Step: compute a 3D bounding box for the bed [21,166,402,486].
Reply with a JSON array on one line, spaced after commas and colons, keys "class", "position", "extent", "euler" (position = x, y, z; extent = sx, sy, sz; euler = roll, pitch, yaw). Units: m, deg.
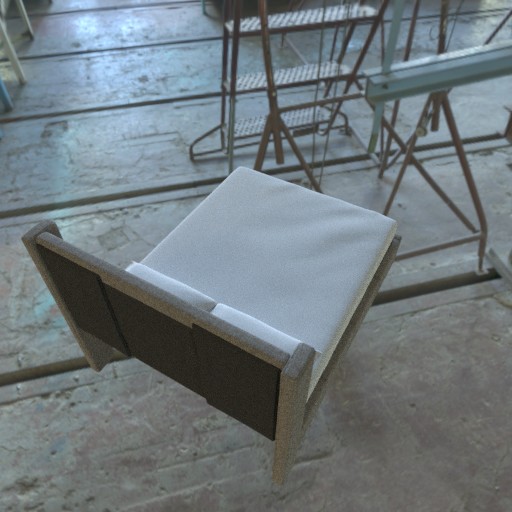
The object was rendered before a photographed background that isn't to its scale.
[{"class": "bed", "position": [0.000, 0.000, 3.333], "extent": [1.714, 1.481, 2.245], "euler": [23, 51, 20]}]
